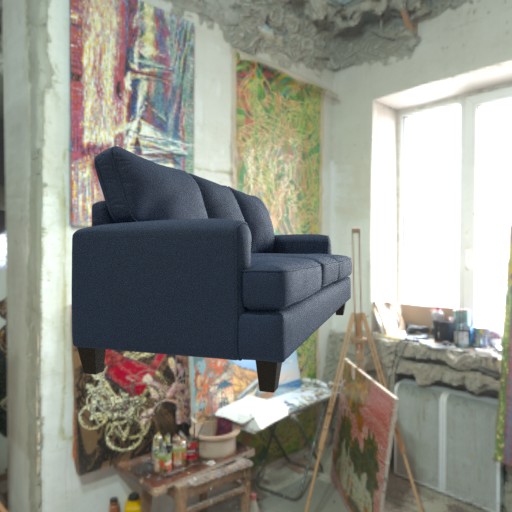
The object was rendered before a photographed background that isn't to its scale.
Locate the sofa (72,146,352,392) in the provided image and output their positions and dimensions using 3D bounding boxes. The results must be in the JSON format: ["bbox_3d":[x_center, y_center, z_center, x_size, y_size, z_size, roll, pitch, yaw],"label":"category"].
[{"bbox_3d":[0.000,0.000,2.703,0.951,0.965,2.158,0,1,18],"label":"sofa"}]
